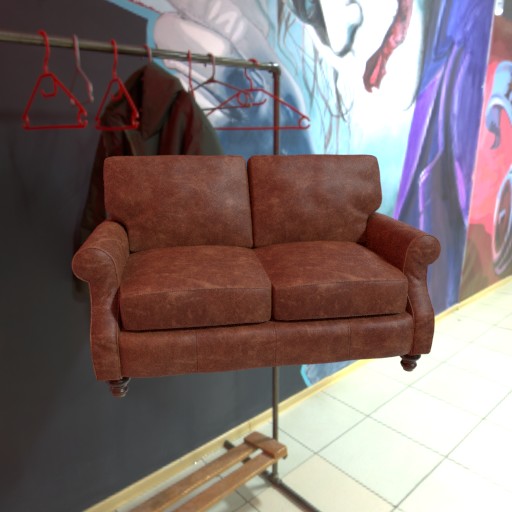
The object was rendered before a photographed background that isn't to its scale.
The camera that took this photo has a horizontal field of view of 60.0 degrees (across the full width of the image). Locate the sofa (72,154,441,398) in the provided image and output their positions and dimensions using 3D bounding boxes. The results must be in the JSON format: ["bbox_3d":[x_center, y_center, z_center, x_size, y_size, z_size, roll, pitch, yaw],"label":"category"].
[{"bbox_3d":[0.000,0.000,2.231,1.616,0.967,0.990,-2,16,-9],"label":"sofa"}]
